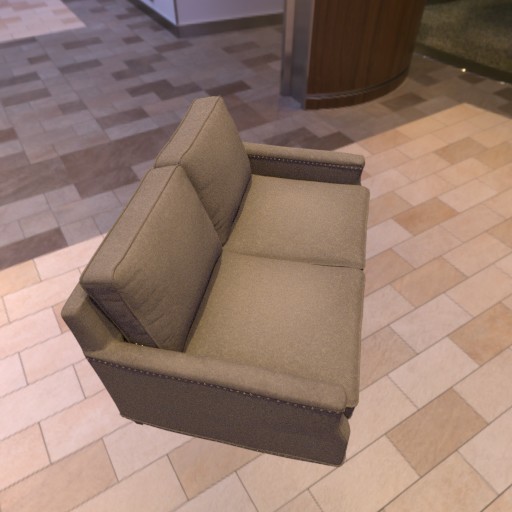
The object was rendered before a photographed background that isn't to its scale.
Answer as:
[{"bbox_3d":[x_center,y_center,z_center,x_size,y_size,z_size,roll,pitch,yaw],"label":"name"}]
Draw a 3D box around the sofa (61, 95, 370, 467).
[{"bbox_3d":[0.000,0.000,2.196,1.084,1.003,1.597,9,46,8],"label":"sofa"}]
